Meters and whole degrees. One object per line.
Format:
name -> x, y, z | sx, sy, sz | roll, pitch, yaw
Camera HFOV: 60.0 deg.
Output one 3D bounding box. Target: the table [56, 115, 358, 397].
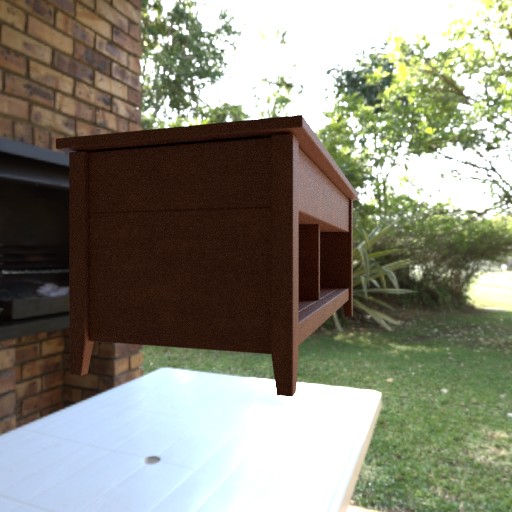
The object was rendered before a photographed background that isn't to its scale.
table -> 0.000, 0.000, 1.263 | 0.483, 0.457, 1.016 | 0, 0, 18
